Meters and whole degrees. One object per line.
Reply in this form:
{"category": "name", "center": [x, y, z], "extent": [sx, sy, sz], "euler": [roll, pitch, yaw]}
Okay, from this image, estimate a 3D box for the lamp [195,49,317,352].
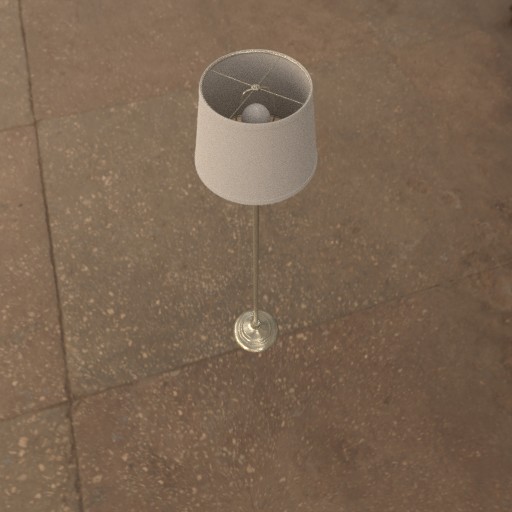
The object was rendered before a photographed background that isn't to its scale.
{"category": "lamp", "center": [0.000, 0.000, 1.637], "extent": [0.327, 1.506, 0.327], "euler": [-14, 60, -8]}
